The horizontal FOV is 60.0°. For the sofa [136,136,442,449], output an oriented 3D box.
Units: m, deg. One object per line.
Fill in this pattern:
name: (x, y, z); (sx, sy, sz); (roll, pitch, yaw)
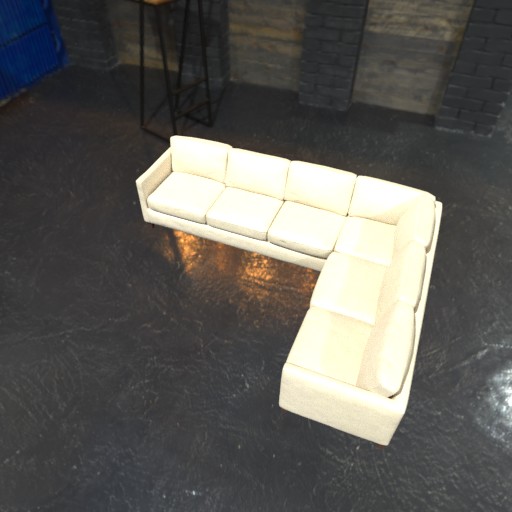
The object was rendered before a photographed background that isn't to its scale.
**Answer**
sofa: (0.000, 0.000, 4.509); (3.302, 0.947, 2.593); (16, 48, 15)
